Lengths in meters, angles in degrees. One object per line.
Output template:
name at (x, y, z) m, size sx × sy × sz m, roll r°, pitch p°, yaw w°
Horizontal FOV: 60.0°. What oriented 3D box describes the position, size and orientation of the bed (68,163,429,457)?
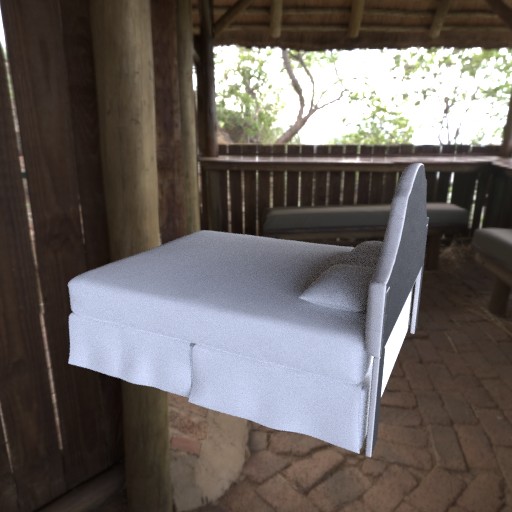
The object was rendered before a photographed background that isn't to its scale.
bed at (0.000, 0.000, 3.724) m, size 2.477 × 1.617 × 2.039 m, roll 8°, pitch 18°, yaw 25°
